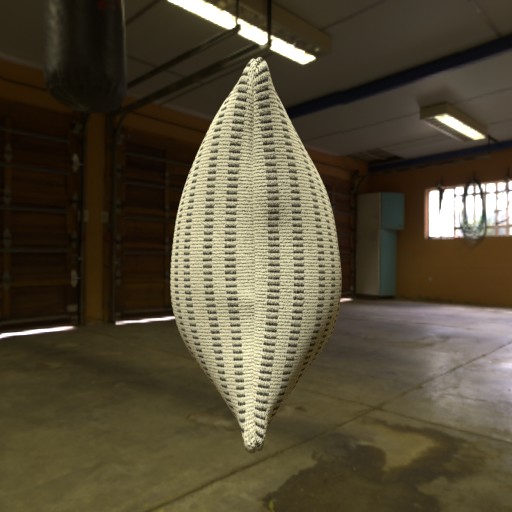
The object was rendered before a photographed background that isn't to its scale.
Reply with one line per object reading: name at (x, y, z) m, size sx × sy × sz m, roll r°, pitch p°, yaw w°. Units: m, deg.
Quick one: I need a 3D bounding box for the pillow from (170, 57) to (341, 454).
pillow at (0.000, 0.000, 0.678) m, size 0.247 × 0.419 × 0.438 m, roll 0°, pitch 0°, yaw 0°
